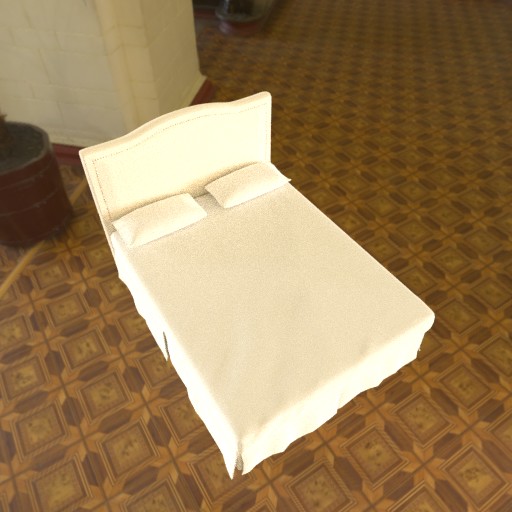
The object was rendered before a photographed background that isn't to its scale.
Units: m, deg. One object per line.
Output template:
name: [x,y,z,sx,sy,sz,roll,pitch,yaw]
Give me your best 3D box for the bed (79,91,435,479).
bed: [0.000,0.000,3.441,1.821,1.436,2.282,-26,52,-22]
